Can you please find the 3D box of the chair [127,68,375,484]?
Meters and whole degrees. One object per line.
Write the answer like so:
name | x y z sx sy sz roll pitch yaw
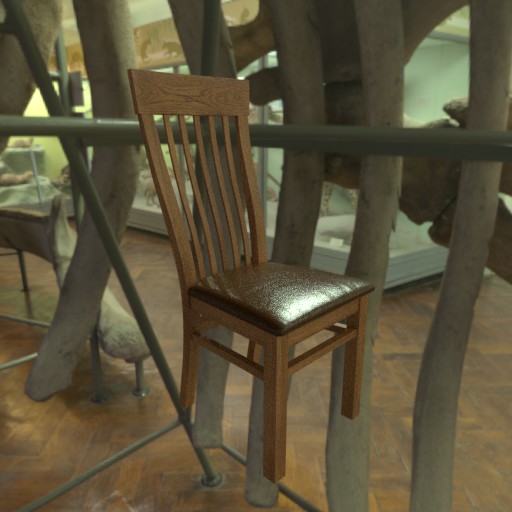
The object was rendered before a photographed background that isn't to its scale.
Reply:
chair | 0.000 0.000 1.334 0.580 1.050 0.450 16 23 42
